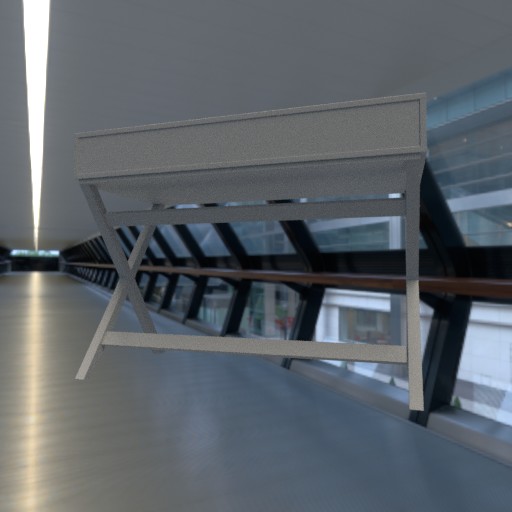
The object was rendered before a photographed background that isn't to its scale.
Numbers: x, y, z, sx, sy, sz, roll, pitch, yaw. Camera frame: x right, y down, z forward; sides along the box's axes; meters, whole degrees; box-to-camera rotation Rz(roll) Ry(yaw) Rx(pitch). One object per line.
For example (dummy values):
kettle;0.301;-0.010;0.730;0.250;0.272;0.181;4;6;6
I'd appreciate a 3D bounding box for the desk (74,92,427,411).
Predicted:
desk;0.000;0.000;1.495;1.057;0.780;0.525;-1;-2;18
